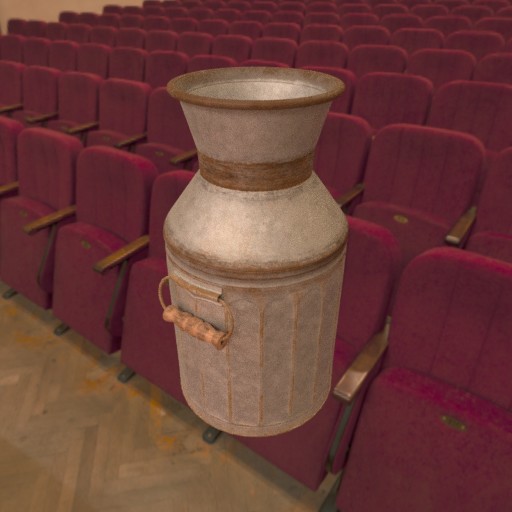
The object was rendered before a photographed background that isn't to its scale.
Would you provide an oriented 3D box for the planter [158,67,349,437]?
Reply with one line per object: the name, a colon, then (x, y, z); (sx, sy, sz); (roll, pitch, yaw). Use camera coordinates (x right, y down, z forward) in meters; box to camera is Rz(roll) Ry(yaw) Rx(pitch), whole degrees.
planter: (0.000, 0.000, 0.531); (0.214, 0.396, 0.245); (22, 38, 31)
